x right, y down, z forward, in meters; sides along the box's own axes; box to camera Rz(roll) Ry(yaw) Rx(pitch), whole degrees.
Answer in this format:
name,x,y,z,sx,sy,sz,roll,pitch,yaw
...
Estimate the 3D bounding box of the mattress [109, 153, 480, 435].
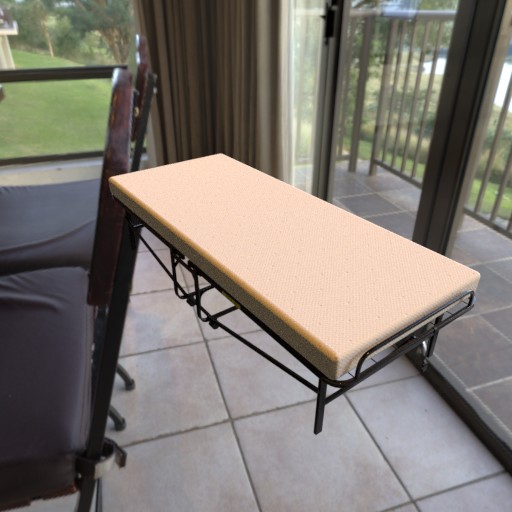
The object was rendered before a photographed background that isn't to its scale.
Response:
name,x,y,z,sx,sy,sz,roll,pitch,yaw
mattress,0.000,0.000,2.525,0.922,0.519,2.153,-20,36,-31
